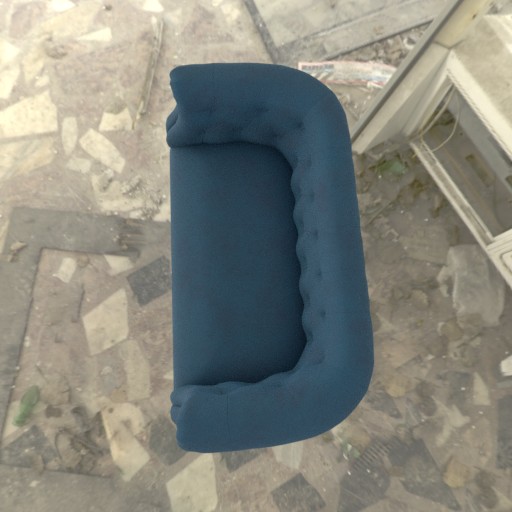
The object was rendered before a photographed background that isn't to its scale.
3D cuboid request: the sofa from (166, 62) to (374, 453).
[{"bbox_3d":[0.000,0.000,2.063,0.835,0.827,1.558,-3,77,-1],"label":"sofa"}]
